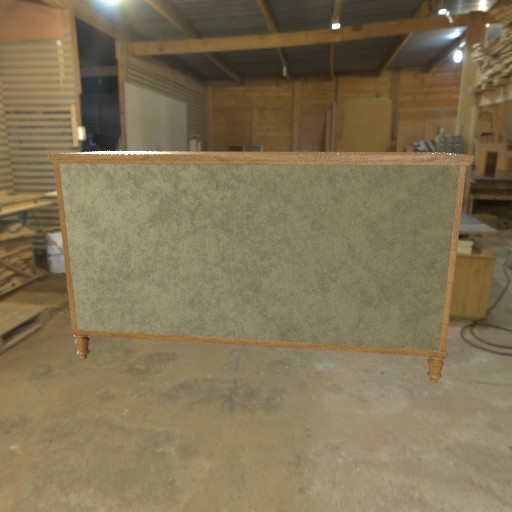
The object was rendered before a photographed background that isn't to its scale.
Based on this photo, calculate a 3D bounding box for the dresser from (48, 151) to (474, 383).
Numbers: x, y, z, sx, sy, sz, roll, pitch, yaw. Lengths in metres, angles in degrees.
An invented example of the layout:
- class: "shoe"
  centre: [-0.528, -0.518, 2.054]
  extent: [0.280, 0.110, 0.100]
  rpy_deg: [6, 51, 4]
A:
- class: "dresser"
  centre: [0.000, 0.000, 1.969]
  extent: [1.583, 0.892, 0.468]
  rpy_deg: [2, 15, 8]
